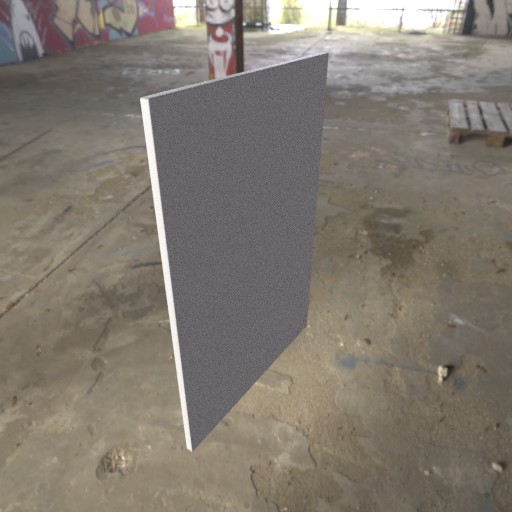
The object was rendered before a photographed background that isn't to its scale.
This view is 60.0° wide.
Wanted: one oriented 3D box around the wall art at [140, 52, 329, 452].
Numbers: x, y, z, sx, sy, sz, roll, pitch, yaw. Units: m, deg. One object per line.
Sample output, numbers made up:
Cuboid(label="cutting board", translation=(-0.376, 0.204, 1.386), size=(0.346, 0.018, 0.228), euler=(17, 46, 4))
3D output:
Cuboid(label="wall art", translation=(0.000, 0.000, 0.615), size=(0.011, 0.482, 0.329), euler=(20, 37, 29))
